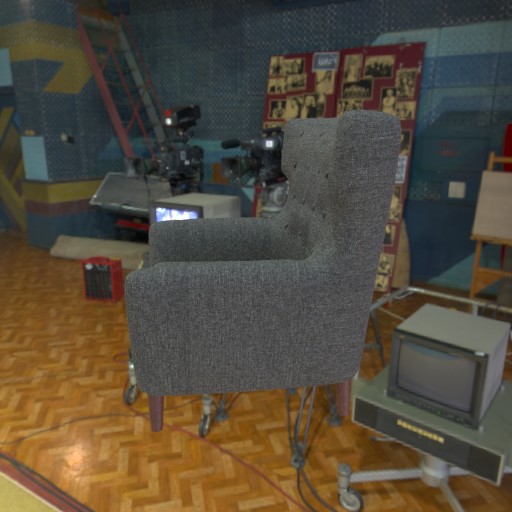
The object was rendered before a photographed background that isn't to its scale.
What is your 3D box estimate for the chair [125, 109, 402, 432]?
[{"bbox_3d":[0.000,0.000,1.747,0.904,1.063,0.878,-2,16,-7],"label":"chair"}]
